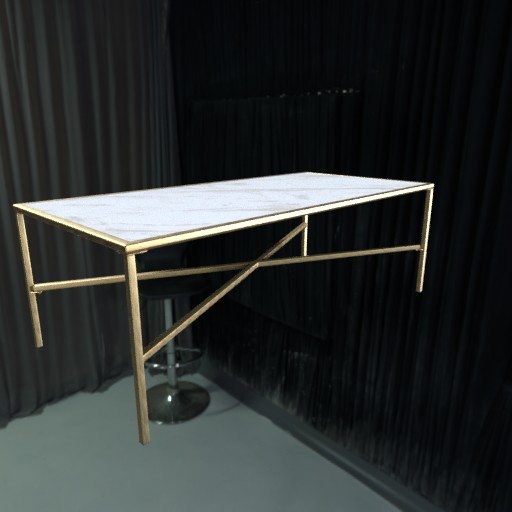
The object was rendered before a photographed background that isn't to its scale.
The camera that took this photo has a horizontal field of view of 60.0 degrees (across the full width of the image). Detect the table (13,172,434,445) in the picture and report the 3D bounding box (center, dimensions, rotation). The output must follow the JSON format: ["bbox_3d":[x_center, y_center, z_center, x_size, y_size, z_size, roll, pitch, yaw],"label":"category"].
[{"bbox_3d":[0.000,0.000,1.408,1.197,0.405,0.577,-16,22,-43],"label":"table"}]
